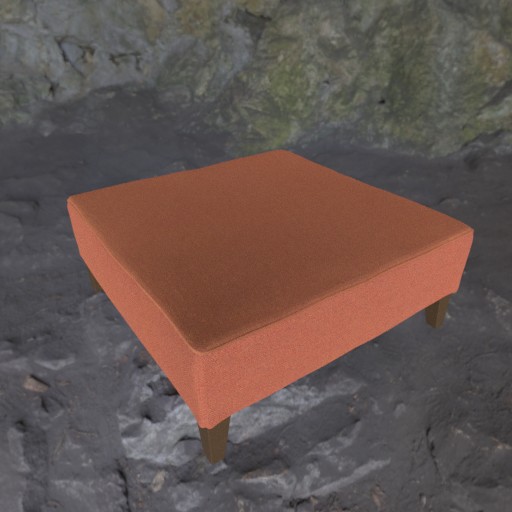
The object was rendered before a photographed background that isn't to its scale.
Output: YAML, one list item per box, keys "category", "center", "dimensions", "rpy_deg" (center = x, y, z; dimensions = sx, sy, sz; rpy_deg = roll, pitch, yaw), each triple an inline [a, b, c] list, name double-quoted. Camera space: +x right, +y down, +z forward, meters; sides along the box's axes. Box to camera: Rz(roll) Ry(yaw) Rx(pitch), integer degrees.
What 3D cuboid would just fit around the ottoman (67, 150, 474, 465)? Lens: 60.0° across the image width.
- category: "ottoman"
  center: [0.000, 0.000, 1.559]
  dimensions: [0.999, 0.438, 0.997]
  rpy_deg: [-20, 36, -30]
